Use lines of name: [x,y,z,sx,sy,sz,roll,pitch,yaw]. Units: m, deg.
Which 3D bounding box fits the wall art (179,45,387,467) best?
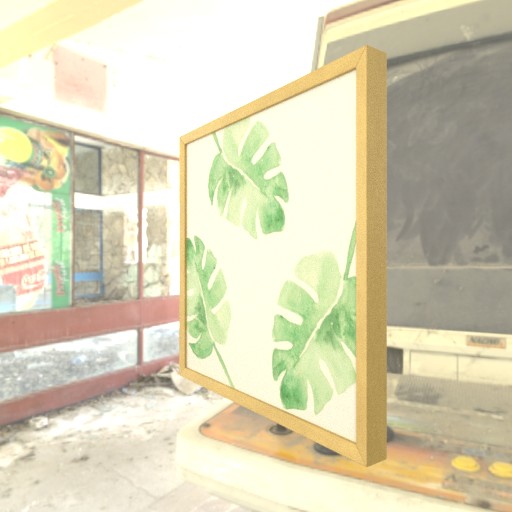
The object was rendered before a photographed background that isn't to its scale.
wall art: [0.000,0.000,0.749,0.038,0.508,0.508,0,0,-36]
